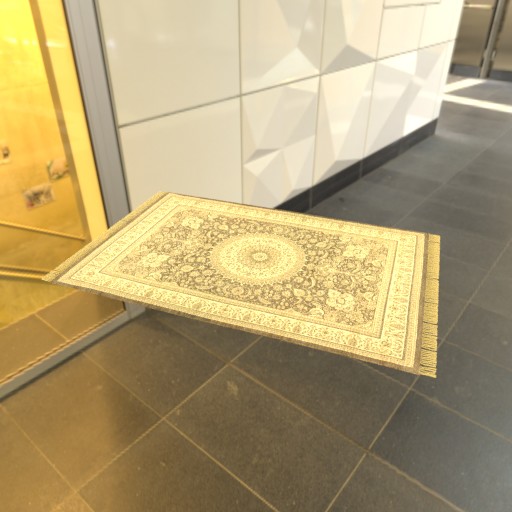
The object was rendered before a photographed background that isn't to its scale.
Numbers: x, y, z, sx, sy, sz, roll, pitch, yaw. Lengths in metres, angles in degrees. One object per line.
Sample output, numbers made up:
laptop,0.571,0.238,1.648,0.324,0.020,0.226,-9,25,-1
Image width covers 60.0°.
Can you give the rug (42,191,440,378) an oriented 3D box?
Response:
rug,0.000,0.000,4.396,3.422,0.015,2.143,11,34,17
